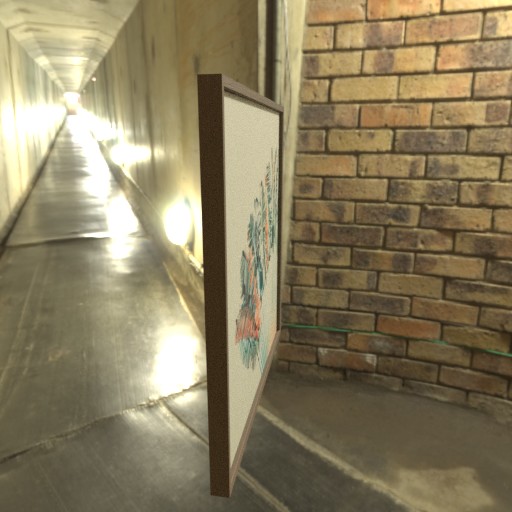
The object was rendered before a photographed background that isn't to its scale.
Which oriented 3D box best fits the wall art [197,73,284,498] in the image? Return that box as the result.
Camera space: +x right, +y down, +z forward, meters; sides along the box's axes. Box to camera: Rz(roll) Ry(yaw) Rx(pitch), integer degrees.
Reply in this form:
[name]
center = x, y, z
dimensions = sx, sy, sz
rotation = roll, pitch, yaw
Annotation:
[wall art]
center = 0.000, 0.000, 1.117
dimensions = 0.038, 0.758, 0.761
rotation = 3, 15, 10
